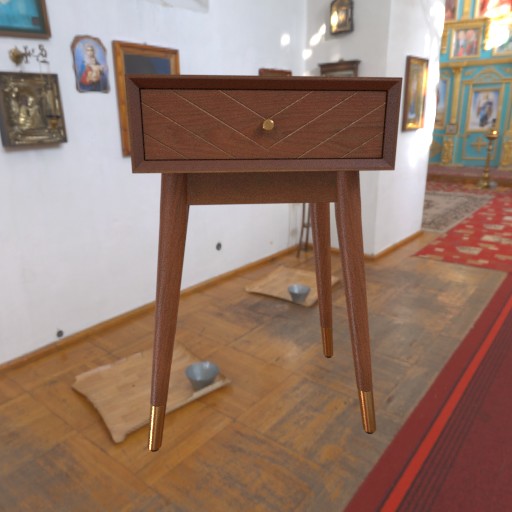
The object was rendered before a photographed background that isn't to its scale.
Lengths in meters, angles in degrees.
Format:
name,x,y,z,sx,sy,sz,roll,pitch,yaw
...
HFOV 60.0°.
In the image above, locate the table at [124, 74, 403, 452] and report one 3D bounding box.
name,x,y,z,sx,sy,sz,roll,pitch,yaw
table,0.000,0.000,0.828,0.406,0.599,0.300,-2,17,-6
